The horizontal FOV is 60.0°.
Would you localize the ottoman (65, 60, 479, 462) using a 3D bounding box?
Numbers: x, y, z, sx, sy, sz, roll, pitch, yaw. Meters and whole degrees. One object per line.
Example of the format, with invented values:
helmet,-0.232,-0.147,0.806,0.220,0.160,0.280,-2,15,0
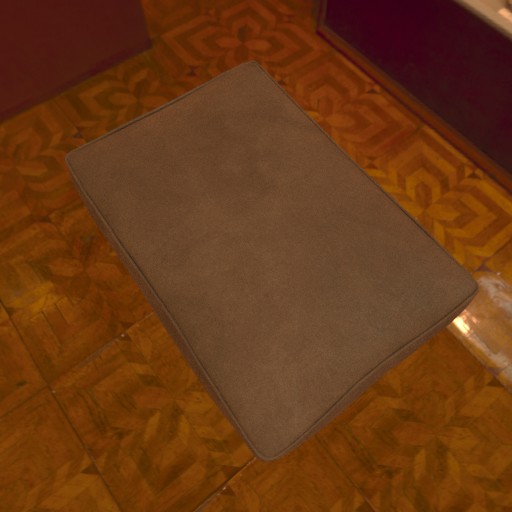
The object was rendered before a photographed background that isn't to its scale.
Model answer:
ottoman,0.000,0.000,1.176,0.596,0.481,0.860,-33,69,-15
